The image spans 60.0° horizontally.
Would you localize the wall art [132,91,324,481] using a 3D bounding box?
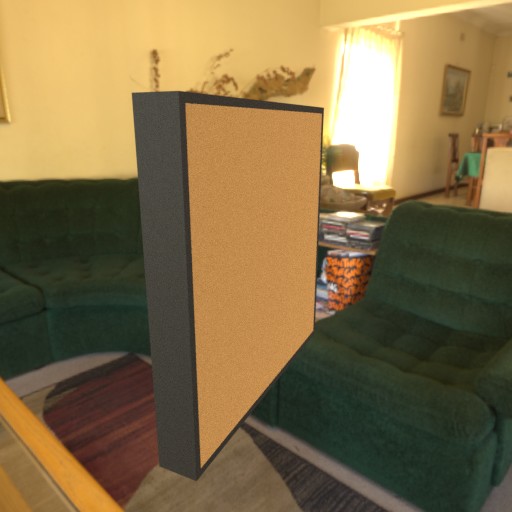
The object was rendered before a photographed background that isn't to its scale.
[{"bbox_3d":[0.000,0.000,0.464,0.038,0.304,0.304,8,18,25],"label":"wall art"}]
